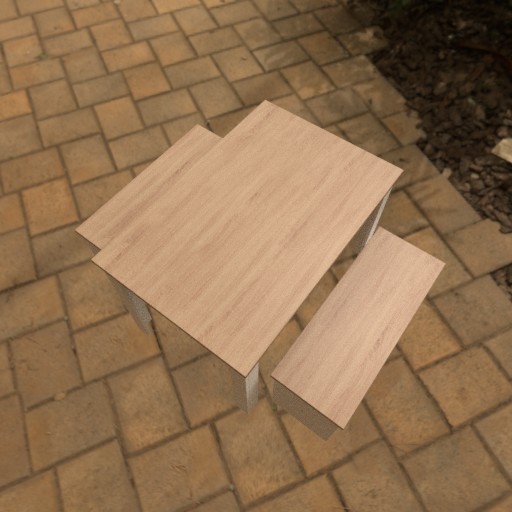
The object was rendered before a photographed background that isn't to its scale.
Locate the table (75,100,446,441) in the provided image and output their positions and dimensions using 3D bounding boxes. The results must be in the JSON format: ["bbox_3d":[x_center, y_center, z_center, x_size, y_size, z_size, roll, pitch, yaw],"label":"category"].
[{"bbox_3d":[0.000,0.000,2.070,1.443,0.700,1.100,33,65,18],"label":"table"}]
